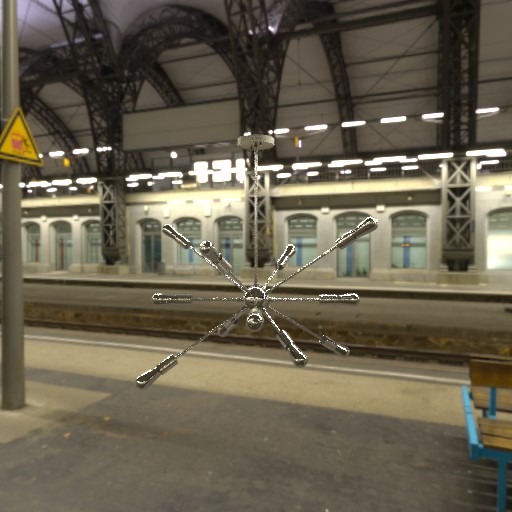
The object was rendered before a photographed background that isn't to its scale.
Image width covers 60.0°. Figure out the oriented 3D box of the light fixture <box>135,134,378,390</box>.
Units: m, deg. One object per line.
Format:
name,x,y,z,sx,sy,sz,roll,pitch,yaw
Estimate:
light fixture,0.000,0.000,1.063,0.509,0.558,0.684,0,1,0
